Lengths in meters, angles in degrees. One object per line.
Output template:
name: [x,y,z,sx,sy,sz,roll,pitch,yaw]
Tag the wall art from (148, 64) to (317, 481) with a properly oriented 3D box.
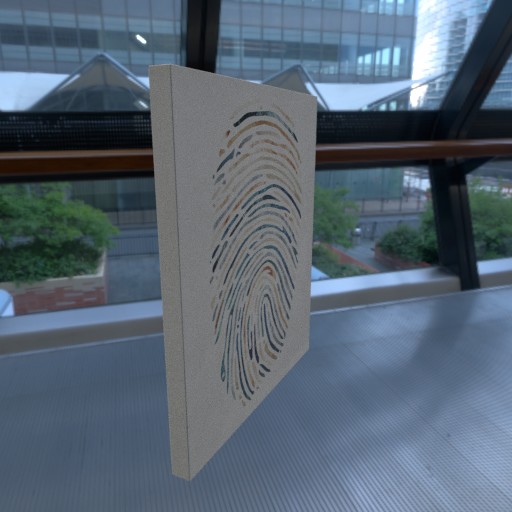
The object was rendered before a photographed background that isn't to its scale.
wall art: [0.000,0.000,0.838,0.037,0.606,0.508,8,17,27]
